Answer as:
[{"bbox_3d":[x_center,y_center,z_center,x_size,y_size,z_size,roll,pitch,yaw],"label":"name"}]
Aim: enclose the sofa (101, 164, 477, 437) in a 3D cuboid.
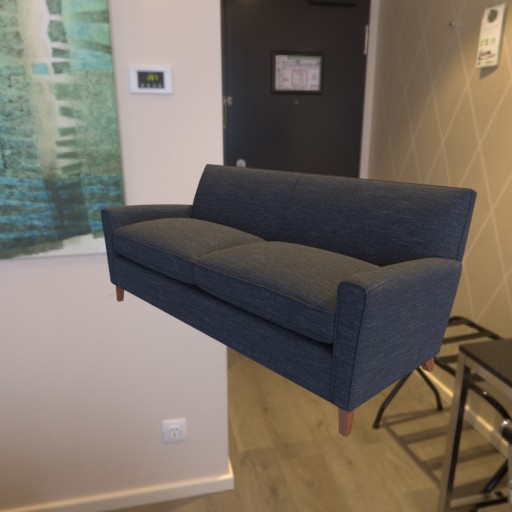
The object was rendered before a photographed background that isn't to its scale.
[{"bbox_3d":[0.000,0.000,2.428,0.875,0.846,1.976,-14,21,-41],"label":"sofa"}]
